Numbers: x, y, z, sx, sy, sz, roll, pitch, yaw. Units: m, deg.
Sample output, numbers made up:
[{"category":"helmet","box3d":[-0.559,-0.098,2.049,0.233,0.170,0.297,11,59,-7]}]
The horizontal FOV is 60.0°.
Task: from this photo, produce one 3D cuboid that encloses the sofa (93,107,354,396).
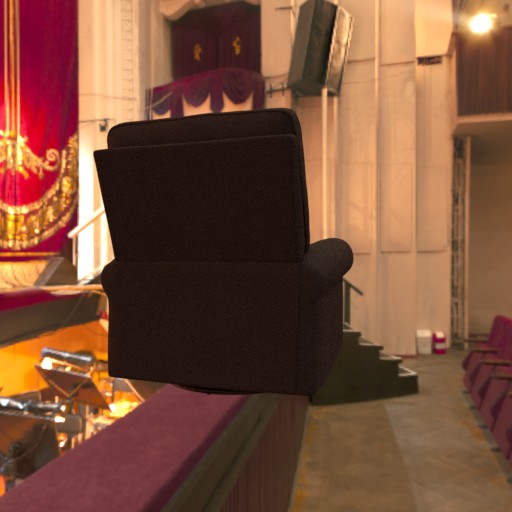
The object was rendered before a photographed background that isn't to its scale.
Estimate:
[{"category":"sofa","box3d":[0.000,0.000,2.061,0.880,0.959,1.478,0,0,17]}]
